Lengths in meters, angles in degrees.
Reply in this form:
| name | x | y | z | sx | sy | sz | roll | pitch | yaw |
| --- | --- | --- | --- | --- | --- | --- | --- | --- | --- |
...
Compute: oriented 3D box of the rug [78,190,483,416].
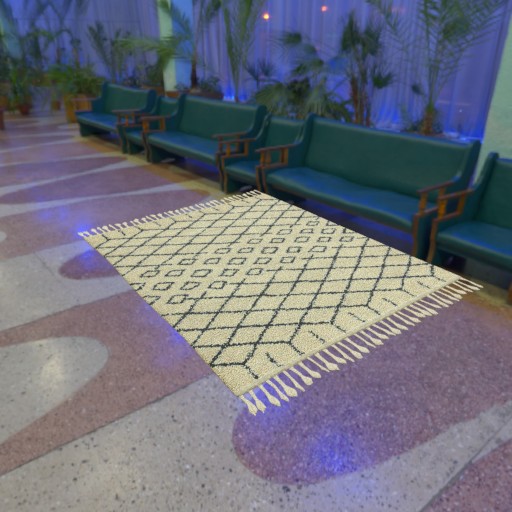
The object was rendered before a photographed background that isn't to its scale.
| name | x | y | z | sx | sy | sz | roll | pitch | yaw |
| --- | --- | --- | --- | --- | --- | --- | --- | --- | --- |
| rug | 0.000 | 0.000 | 4.228 | 2.388 | 0.030 | 3.213 | -19 | 32 | -32 |
